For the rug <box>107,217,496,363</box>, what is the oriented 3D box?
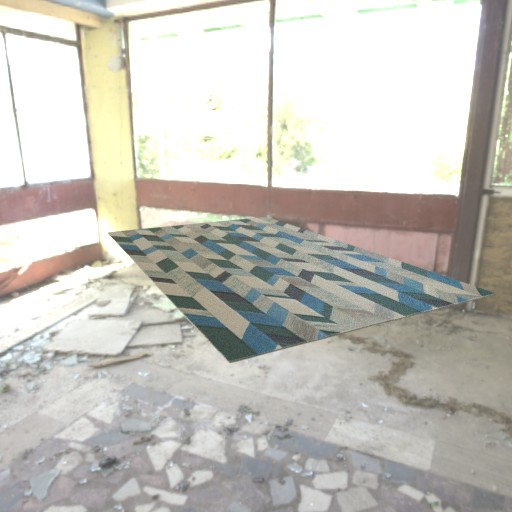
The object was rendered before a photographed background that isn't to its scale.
[{"bbox_3d":[0.000,0.000,2.947,1.507,0.007,2.433,-8,17,-27],"label":"rug"}]
